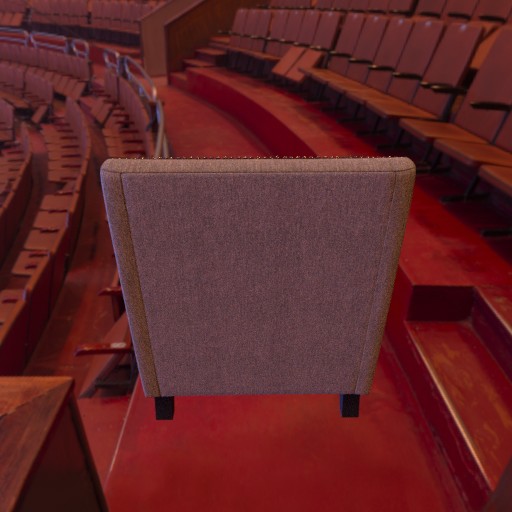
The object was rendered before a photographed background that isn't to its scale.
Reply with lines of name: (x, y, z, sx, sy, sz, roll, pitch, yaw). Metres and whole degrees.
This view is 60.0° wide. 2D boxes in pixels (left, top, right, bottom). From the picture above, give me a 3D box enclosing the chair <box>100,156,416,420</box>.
chair: (0.000, 0.000, 1.649, 0.776, 0.967, 0.884, 0, 29, -1)
